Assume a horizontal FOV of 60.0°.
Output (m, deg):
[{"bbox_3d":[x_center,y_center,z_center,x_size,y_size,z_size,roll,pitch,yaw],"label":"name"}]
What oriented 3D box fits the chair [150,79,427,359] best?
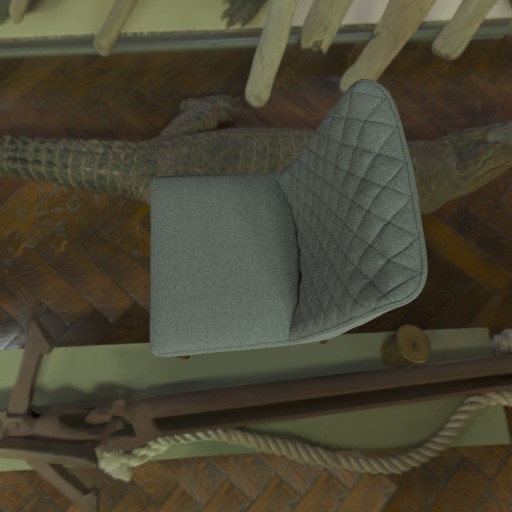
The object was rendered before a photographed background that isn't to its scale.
[{"bbox_3d":[0.000,0.000,1.217,0.587,0.889,0.508,-3,74,-1],"label":"chair"}]
